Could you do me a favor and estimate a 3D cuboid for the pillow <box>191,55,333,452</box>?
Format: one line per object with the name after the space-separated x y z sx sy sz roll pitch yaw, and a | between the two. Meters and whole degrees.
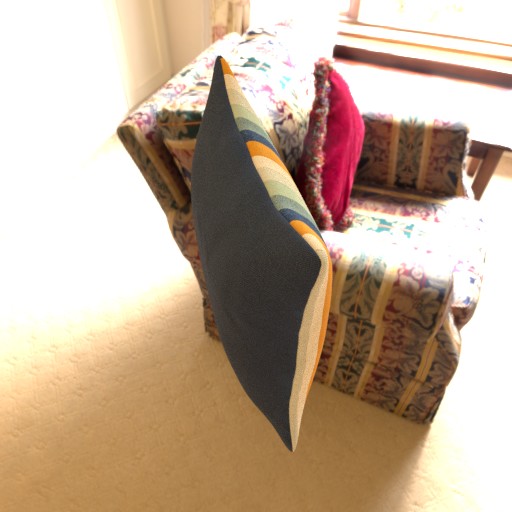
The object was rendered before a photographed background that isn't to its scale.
0.000 0.000 0.710 0.173 0.454 0.463 -11 47 -10 | pillow
